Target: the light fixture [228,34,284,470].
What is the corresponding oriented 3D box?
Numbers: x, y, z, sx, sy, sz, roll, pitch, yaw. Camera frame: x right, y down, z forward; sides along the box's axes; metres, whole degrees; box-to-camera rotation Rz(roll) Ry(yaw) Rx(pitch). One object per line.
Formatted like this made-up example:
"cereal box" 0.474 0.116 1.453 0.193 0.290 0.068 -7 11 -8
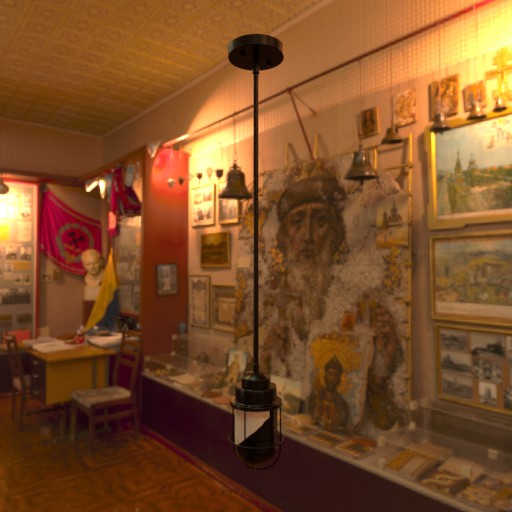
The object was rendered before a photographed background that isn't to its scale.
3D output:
"light fixture" 0.000 0.000 0.969 0.123 0.920 0.123 1 -2 -38
